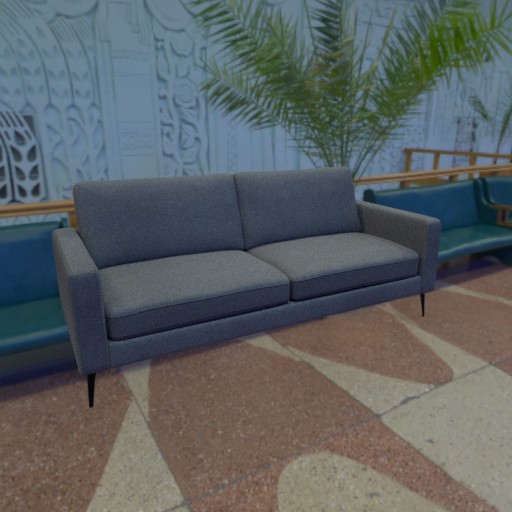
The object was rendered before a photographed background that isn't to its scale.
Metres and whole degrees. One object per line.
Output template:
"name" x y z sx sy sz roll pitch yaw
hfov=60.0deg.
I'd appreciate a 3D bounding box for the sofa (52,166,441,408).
"sofa" 0.000 0.000 2.371 1.925 0.828 0.774 -9 19 -26
